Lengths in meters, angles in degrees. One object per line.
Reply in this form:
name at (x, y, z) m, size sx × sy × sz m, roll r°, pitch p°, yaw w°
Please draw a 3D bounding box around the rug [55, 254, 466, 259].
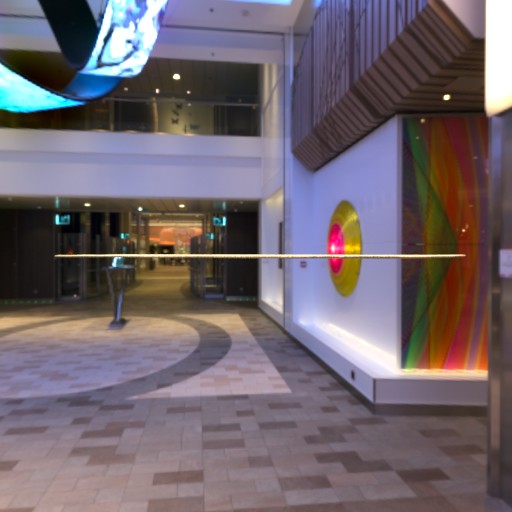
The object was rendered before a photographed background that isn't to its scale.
rug at (0.000, 0.000, 2.402) m, size 1.850 × 0.015 × 1.250 m, roll 0°, pitch 0°, yaw 36°
